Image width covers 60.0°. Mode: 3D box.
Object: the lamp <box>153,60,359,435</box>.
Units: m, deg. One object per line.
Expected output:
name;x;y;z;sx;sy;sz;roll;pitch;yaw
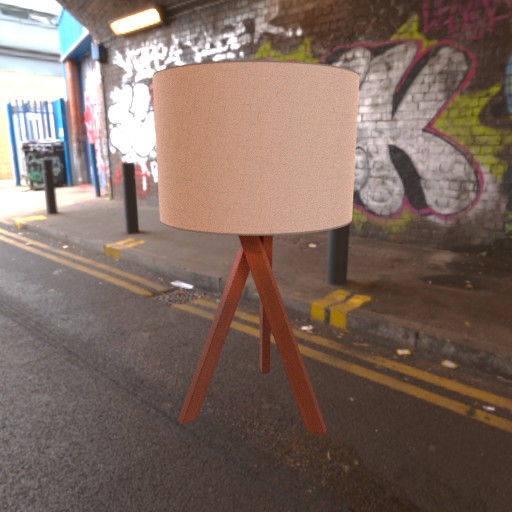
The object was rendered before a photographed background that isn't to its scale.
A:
lamp;0.000;0.000;0.917;0.380;0.686;0.380;-2;14;-8
